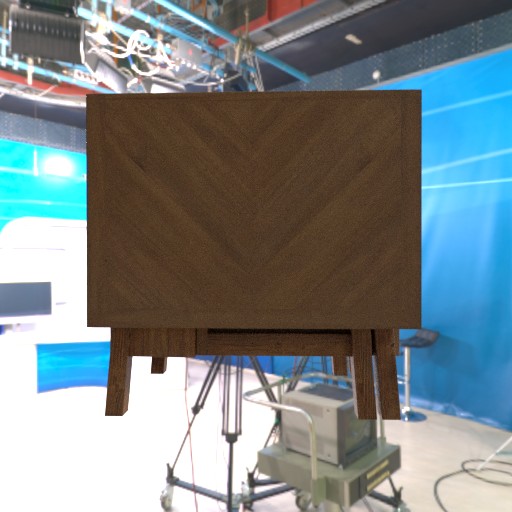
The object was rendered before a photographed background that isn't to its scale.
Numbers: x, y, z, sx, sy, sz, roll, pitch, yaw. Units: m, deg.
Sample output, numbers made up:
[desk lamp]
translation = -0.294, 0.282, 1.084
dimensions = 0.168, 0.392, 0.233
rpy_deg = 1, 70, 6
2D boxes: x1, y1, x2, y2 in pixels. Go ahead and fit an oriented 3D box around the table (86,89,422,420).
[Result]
[table]
translation = 0.000, 0.000, 1.619
dimensions = 0.967, 0.981, 0.701
rpy_deg = 0, -1, 2
